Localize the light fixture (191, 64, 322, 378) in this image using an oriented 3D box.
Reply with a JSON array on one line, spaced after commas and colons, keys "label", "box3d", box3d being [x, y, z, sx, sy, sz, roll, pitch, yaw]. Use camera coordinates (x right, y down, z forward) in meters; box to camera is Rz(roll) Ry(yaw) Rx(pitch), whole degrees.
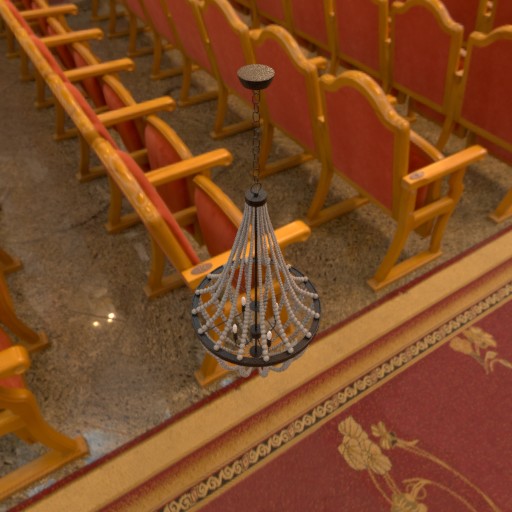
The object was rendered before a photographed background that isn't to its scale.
[{"label": "light fixture", "box3d": [0.000, 0.000, 1.344, 0.450, 1.133, 0.450, 0, 47, 0]}]
